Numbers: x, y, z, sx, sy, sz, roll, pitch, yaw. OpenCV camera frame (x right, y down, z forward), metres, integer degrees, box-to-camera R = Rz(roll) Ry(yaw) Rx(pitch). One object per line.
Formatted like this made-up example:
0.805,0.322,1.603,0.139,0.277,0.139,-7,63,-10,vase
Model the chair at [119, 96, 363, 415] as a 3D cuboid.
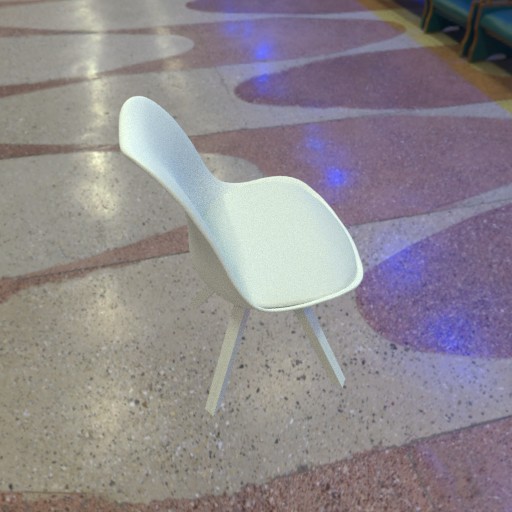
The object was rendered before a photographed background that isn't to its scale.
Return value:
0.000,0.000,1.202,0.550,0.850,0.485,-9,47,-9,chair
